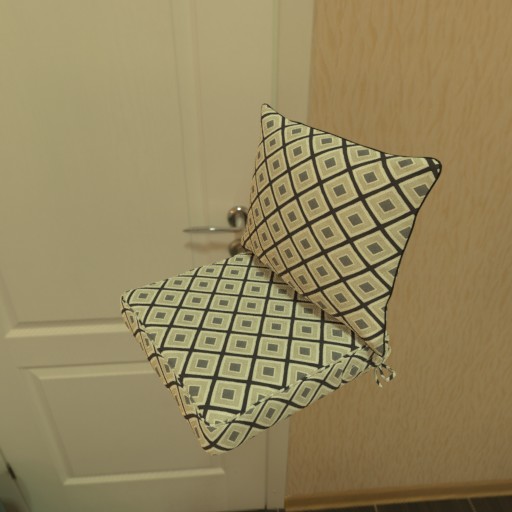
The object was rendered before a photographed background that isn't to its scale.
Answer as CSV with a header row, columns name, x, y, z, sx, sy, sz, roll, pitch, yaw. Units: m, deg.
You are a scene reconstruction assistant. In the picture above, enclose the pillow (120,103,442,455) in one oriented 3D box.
name,x,y,z,sx,sy,sz,roll,pitch,yaw
pillow,0.000,0.000,1.375,0.733,0.722,0.798,-19,36,-28
